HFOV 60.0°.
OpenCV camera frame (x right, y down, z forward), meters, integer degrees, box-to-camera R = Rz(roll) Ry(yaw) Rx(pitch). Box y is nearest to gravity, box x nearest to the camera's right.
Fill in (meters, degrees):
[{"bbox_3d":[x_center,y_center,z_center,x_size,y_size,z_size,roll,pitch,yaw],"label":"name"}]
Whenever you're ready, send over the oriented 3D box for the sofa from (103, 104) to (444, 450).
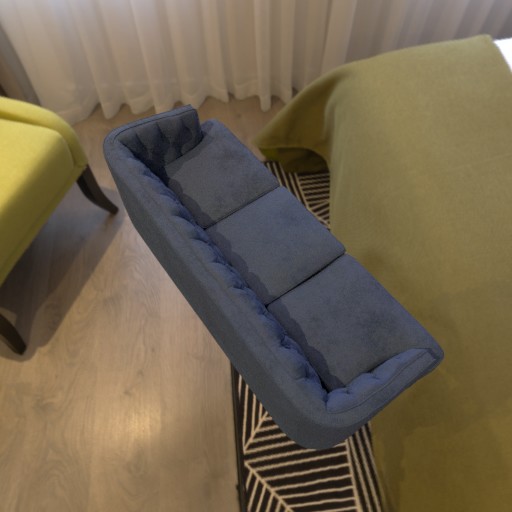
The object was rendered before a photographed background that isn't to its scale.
[{"bbox_3d":[0.000,0.000,2.742,0.941,0.855,2.278,-32,65,-17],"label":"sofa"}]
